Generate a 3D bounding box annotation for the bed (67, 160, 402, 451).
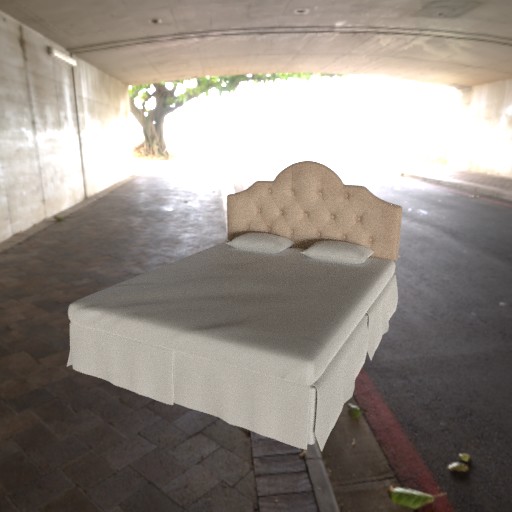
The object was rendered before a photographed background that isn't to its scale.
[{"bbox_3d":[0.000,0.000,3.043,1.667,1.194,1.970,8,17,26],"label":"bed"}]
